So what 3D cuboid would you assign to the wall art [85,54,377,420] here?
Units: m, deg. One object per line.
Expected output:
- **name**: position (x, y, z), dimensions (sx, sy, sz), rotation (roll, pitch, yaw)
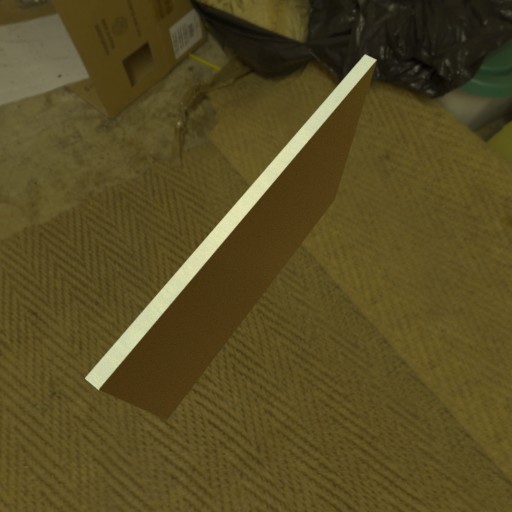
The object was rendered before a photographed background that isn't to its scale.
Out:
- **wall art**: position (0.000, 0.000, 1.445), dimensions (0.041, 0.762, 1.145), rotation (33, 70, 14)
